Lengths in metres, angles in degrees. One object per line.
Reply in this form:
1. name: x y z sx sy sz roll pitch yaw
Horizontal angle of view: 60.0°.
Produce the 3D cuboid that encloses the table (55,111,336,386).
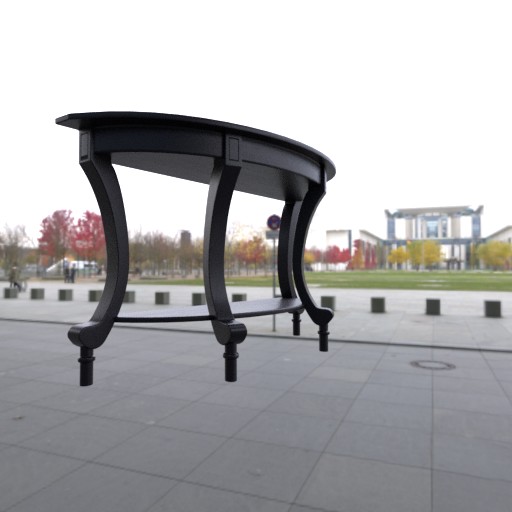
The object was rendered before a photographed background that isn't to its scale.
1. table: 0.000 0.000 1.491 0.394 0.692 1.198 -1 -2 37
